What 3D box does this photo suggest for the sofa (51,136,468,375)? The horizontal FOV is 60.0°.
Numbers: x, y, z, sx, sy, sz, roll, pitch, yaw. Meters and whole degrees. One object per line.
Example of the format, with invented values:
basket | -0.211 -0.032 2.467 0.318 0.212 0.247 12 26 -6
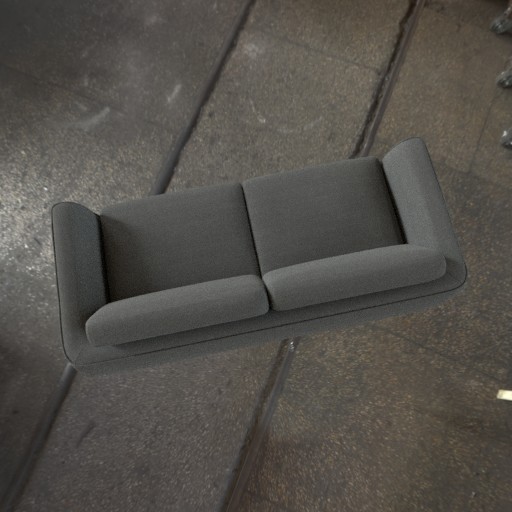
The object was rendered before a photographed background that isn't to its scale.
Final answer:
sofa | 0.000 0.000 2.390 2.000 0.850 0.920 -11 76 -3
